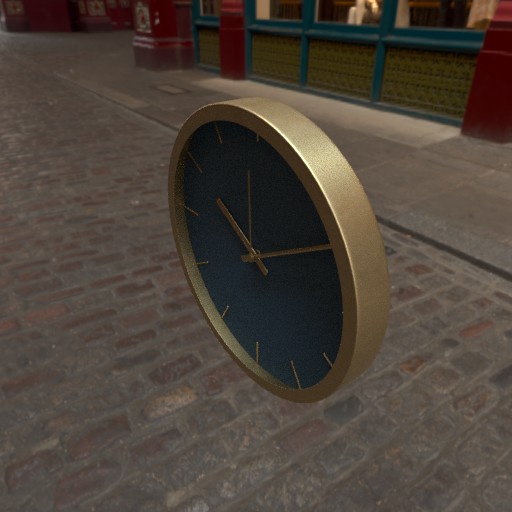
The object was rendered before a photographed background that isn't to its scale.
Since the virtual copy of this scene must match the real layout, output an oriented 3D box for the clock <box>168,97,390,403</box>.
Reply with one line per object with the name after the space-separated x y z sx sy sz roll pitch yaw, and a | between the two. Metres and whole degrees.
0.000 0.000 0.468 0.040 0.314 0.314 -21 37 -31 | clock
